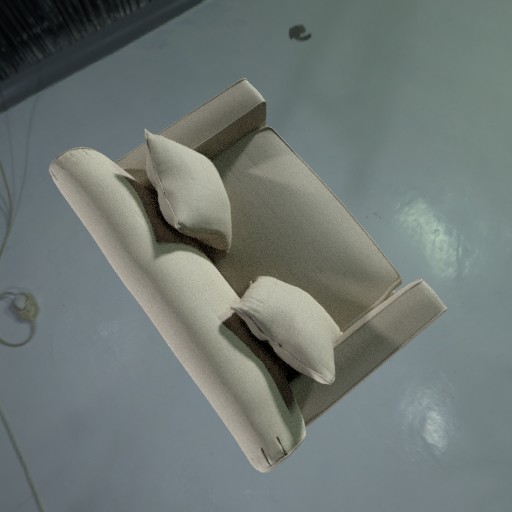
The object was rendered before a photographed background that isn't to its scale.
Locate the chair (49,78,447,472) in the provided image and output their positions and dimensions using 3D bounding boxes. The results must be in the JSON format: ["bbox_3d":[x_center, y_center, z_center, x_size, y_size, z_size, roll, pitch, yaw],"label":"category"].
[{"bbox_3d":[0.000,0.000,2.018,1.000,0.948,1.383,-37,78,-9],"label":"chair"}]
